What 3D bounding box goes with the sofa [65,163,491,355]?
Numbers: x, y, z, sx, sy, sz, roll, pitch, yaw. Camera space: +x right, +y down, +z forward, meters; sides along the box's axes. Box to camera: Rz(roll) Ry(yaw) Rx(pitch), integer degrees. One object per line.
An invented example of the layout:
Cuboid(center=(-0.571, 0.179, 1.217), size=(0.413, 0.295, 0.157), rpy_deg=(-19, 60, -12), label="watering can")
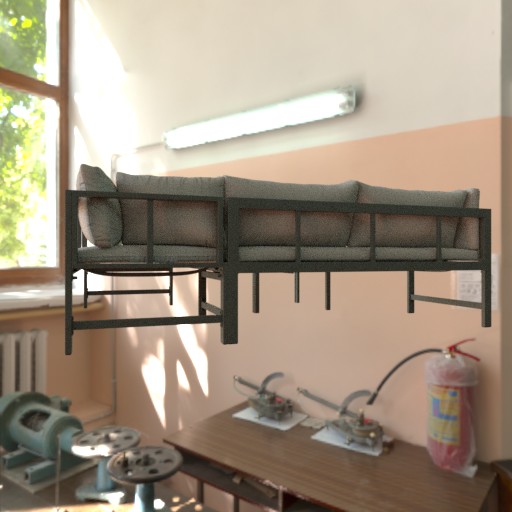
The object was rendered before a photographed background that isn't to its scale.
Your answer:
Cuboid(center=(0.000, 0.000, 2.803), size=(2.096, 0.758, 1.658), rpy_deg=(0, 0, -19), label="sofa")
